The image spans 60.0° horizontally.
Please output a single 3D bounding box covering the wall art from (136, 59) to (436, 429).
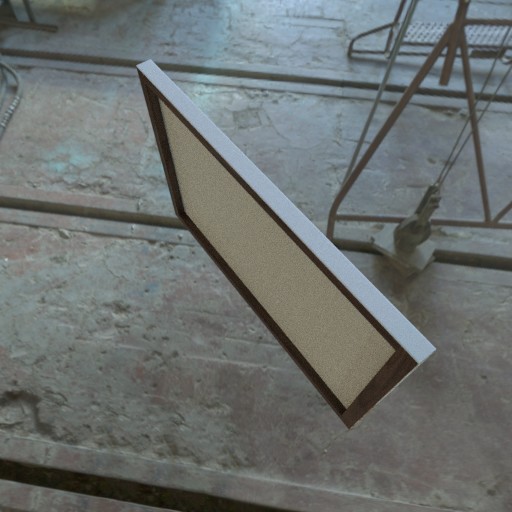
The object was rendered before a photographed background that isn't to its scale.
[{"bbox_3d":[0.000,0.000,1.437,0.051,0.761,1.138,-33,65,-18],"label":"wall art"}]
